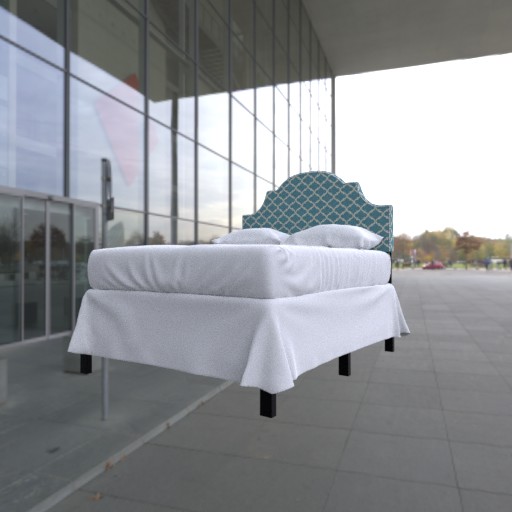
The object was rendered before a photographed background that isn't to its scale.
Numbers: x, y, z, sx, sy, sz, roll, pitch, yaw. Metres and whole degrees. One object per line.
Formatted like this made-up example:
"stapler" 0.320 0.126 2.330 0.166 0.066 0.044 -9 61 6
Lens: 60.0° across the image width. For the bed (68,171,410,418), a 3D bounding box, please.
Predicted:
"bed" 0.000 0.000 3.456 1.780 1.633 2.222 0 -1 34
